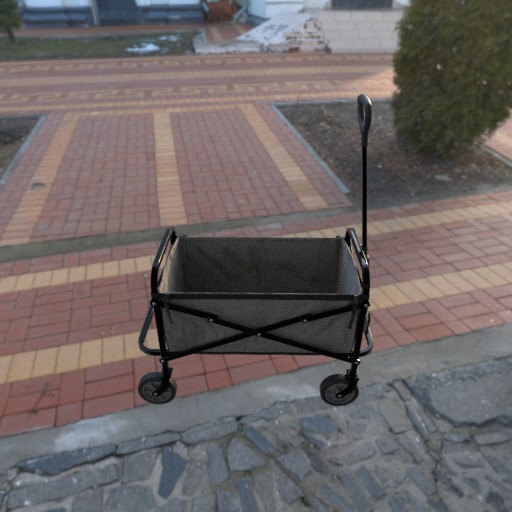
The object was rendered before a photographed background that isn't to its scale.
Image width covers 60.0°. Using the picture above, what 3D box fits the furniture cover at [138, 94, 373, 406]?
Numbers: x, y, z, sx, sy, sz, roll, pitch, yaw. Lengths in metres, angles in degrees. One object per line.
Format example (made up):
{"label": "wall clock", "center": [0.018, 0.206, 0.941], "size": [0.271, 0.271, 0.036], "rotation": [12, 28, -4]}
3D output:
{"label": "furniture cover", "center": [0.000, 0.000, 1.857], "size": [1.038, 1.295, 0.532], "rotation": [0, 31, 1]}
